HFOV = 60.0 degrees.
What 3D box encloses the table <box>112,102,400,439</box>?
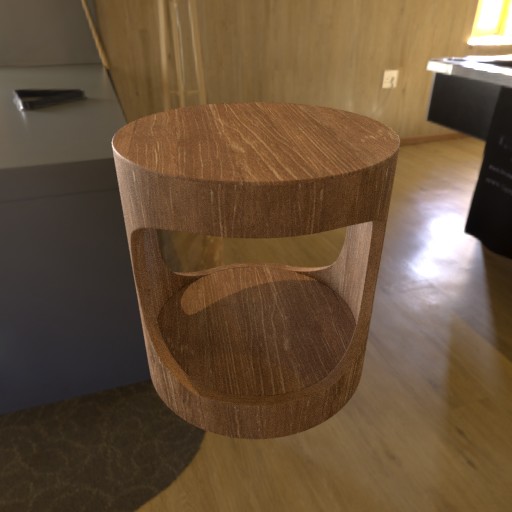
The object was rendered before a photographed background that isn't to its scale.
[{"bbox_3d":[0.000,0.000,0.981,0.527,0.551,0.527,0,31,0],"label":"table"}]
